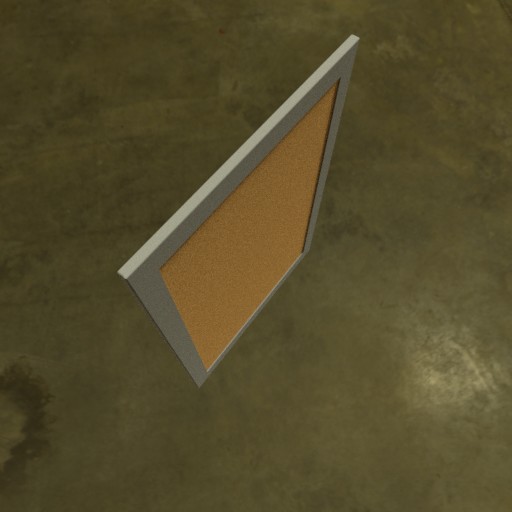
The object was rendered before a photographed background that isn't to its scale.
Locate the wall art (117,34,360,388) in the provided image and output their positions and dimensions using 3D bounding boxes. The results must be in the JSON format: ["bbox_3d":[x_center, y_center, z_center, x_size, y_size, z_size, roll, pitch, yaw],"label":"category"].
[{"bbox_3d":[0.000,0.000,0.675,0.012,0.529,0.374,34,69,16],"label":"wall art"}]
